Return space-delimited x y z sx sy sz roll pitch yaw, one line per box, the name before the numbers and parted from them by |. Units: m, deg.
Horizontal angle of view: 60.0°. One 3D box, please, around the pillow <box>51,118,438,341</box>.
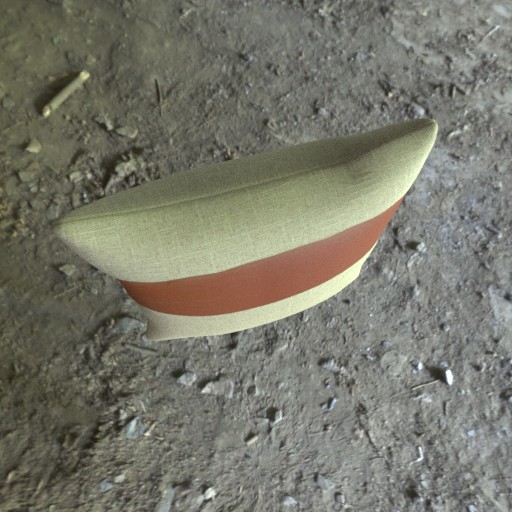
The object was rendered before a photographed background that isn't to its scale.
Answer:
pillow | 0.000 0.000 0.627 0.414 0.399 0.173 -16 65 -8
